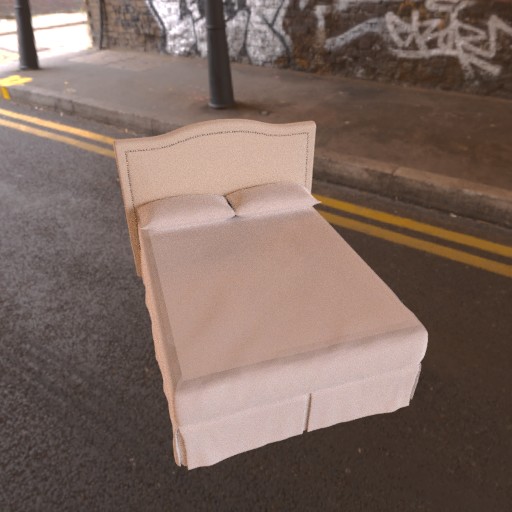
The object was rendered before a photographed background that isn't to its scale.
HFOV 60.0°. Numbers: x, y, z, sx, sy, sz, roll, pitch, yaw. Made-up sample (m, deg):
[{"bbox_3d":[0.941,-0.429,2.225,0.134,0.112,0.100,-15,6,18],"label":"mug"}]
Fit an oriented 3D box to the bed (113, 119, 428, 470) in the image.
[{"bbox_3d":[0.000,0.000,3.300,1.753,1.460,2.143,-10,35,-15],"label":"bed"}]
